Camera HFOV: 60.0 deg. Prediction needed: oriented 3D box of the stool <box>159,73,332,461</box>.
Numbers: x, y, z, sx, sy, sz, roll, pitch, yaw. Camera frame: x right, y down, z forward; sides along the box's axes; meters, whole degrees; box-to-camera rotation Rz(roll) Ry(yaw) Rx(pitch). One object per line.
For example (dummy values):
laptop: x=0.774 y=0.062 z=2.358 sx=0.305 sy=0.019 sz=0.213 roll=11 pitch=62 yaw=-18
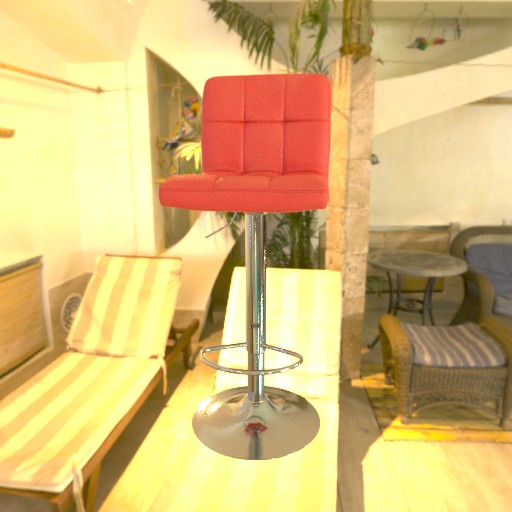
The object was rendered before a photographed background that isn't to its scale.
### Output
stool: x=0.000 y=0.000 z=1.352 sx=0.430 sy=1.115 sz=0.505 roll=2 pitch=13 yaw=9
